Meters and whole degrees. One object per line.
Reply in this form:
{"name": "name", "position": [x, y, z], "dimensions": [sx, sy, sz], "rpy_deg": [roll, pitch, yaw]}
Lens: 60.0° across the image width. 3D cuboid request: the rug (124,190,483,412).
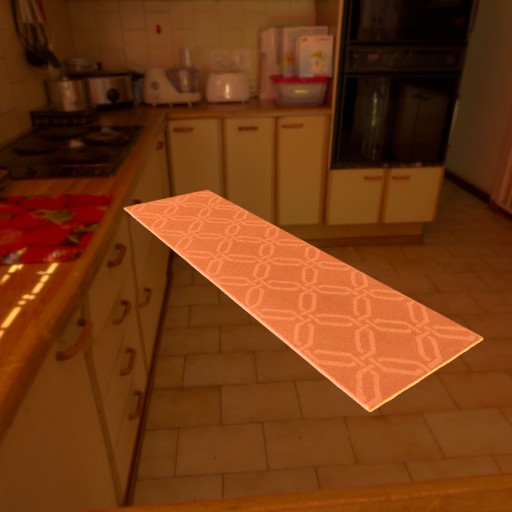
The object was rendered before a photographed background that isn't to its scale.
{"name": "rug", "position": [0.000, 0.000, 2.464], "dimensions": [0.678, 0.014, 2.276], "rpy_deg": [-18, 32, -31]}
